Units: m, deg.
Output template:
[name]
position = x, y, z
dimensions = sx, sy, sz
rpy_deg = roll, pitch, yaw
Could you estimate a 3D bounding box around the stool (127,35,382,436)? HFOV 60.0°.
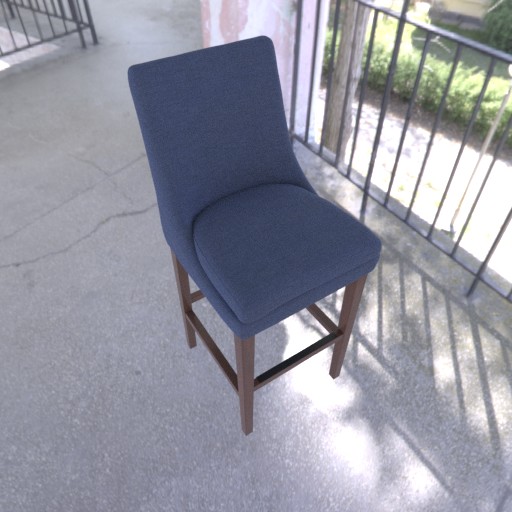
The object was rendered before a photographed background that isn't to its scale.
[stool]
position = 0.000, 0.000, 1.366
dimensions = 0.470, 1.078, 0.577
rpy_deg = -25, 50, -23
